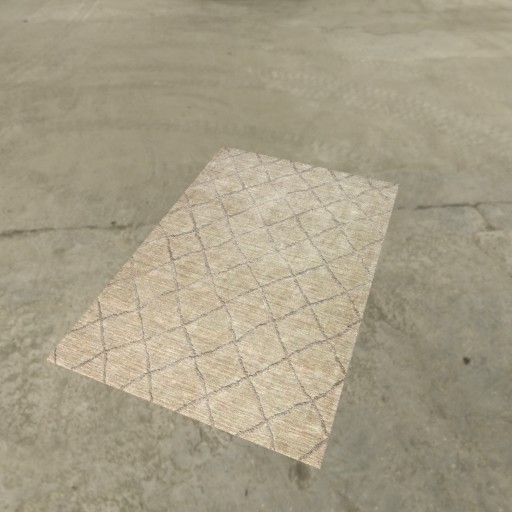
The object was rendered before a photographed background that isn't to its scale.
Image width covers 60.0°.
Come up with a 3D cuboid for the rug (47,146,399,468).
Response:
[{"bbox_3d":[0.000,0.000,2.929,1.521,0.015,2.280,16,48,15],"label":"rug"}]
